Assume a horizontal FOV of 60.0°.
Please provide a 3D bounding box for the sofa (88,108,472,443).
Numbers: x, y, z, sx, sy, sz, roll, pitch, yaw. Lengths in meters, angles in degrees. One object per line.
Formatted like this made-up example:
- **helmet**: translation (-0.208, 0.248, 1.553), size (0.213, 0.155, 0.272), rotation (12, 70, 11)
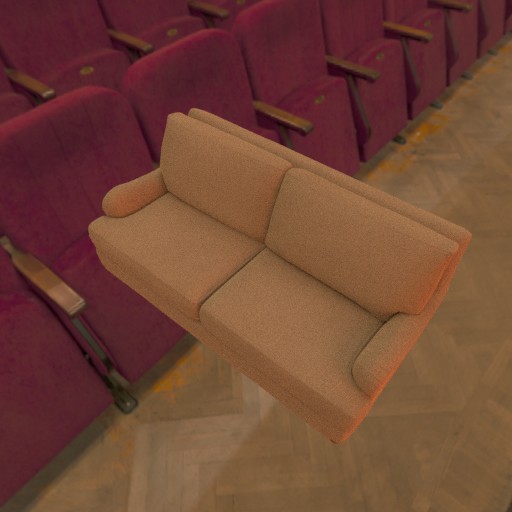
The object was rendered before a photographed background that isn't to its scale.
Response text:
- **sofa**: translation (0.000, 0.000, 2.721), size (2.070, 0.997, 1.091), rotation (31, 55, 25)
